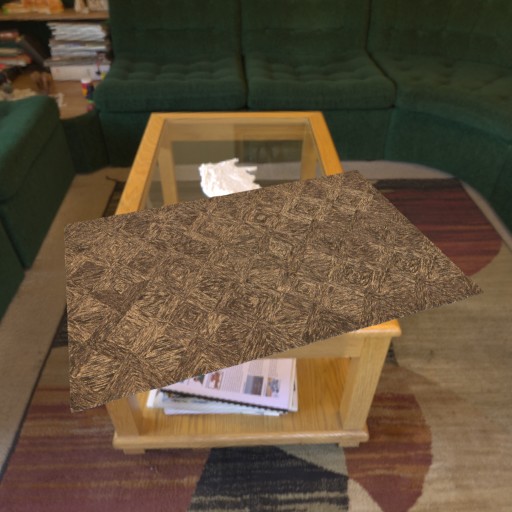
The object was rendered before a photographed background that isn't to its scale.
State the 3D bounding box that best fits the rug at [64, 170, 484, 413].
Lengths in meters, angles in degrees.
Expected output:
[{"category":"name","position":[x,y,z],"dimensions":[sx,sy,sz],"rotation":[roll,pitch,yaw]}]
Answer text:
[{"category":"rug","position":[0.000,0.000,2.221],"dimensions":[1.808,0.011,1.189],"rotation":[-13,42,-15]}]
